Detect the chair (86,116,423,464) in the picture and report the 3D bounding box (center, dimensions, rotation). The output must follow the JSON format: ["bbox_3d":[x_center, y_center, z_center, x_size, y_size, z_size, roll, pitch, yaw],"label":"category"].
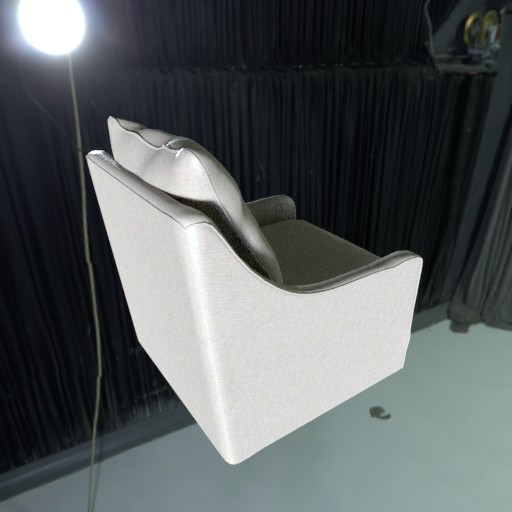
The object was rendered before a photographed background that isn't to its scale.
[{"bbox_3d":[0.000,0.000,1.555,0.876,0.942,0.760,-17,31,-30],"label":"chair"}]
